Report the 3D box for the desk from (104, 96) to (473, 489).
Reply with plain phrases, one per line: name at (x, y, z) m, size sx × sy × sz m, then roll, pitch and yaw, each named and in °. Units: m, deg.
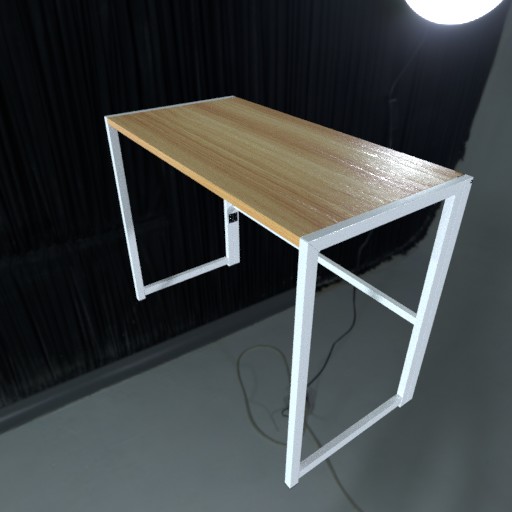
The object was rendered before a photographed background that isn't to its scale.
desk at (0.000, 0.000, 1.445) m, size 0.508 × 0.762 × 1.016 m, roll -21°, pitch 38°, yaw -30°
